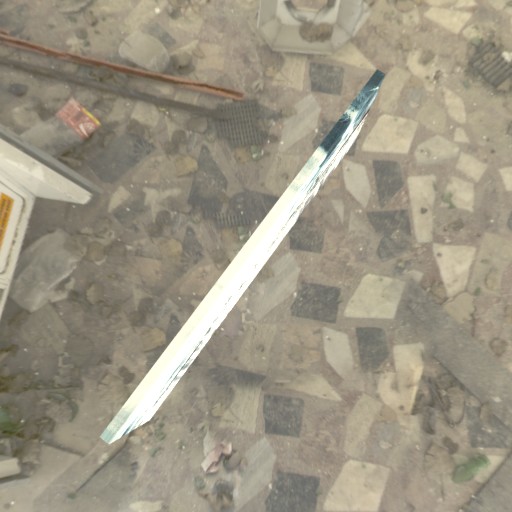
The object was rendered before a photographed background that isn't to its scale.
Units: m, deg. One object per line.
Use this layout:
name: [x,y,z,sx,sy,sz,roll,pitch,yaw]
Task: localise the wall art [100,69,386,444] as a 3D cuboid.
wall art: [0.000,0.000,1.692,0.037,0.509,1.524,35,80,7]
